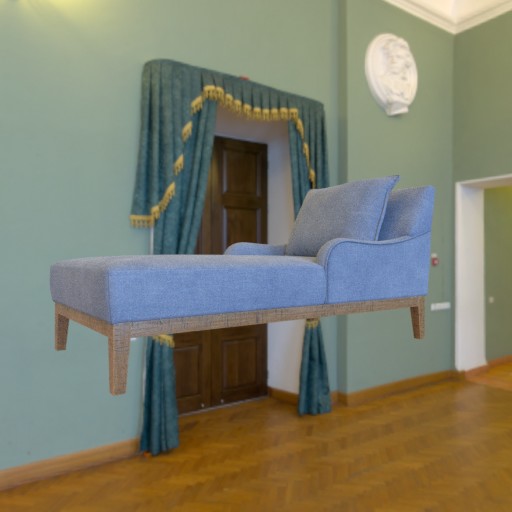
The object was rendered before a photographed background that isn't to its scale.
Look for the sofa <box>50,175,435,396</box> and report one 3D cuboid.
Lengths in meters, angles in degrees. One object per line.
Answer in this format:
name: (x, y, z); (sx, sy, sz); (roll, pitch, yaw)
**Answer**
sofa: (0.000, 0.000, 2.247); (1.779, 0.883, 0.904); (0, 0, -36)
